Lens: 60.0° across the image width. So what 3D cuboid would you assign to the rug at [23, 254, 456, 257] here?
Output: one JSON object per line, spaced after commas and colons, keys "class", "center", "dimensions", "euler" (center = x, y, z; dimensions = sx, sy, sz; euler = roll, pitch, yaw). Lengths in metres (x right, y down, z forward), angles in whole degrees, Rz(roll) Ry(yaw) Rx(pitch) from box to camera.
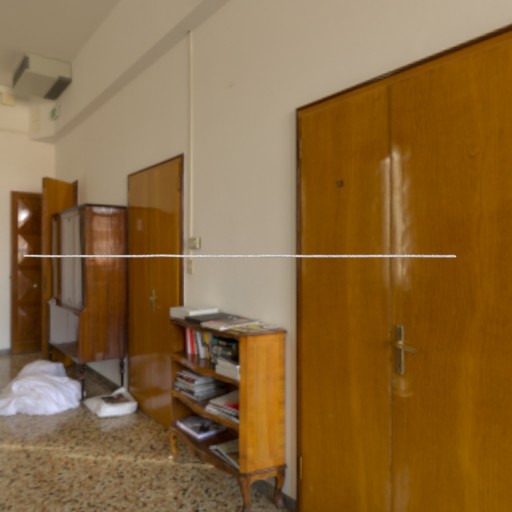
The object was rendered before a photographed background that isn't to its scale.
{"class": "rug", "center": [0.000, 0.000, 4.395], "dimensions": [3.359, 0.020, 2.448], "euler": [0, 0, 18]}
